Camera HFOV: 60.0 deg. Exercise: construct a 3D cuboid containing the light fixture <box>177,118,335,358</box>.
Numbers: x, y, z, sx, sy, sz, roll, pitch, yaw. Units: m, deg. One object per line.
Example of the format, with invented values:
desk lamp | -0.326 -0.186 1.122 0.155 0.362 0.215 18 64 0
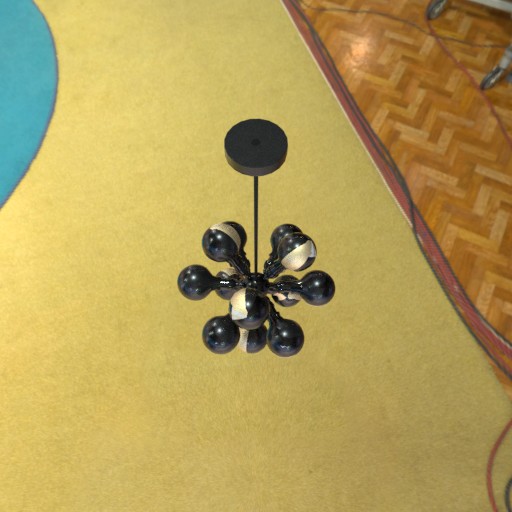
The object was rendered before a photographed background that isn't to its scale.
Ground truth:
light fixture | 0.000 0.000 1.145 0.420 0.859 0.468 30 67 14
